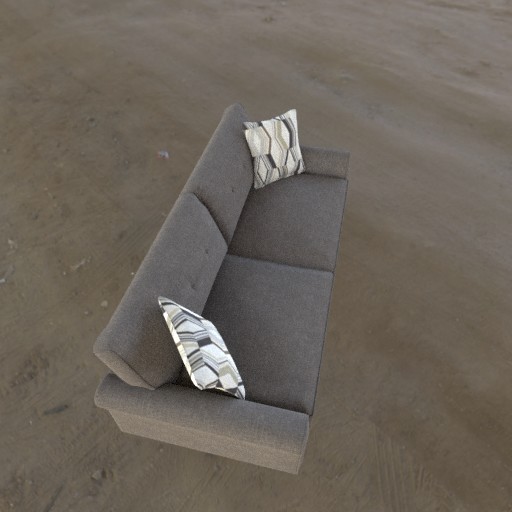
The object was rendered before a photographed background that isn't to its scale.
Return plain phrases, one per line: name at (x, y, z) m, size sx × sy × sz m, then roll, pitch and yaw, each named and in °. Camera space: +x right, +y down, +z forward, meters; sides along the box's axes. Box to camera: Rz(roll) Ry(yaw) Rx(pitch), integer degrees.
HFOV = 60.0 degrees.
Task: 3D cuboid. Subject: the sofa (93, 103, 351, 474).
sofa at (0.000, 0.000, 2.467) m, size 0.889 × 0.813 × 2.032 m, roll 10°, pitch 48°, yaw 9°
